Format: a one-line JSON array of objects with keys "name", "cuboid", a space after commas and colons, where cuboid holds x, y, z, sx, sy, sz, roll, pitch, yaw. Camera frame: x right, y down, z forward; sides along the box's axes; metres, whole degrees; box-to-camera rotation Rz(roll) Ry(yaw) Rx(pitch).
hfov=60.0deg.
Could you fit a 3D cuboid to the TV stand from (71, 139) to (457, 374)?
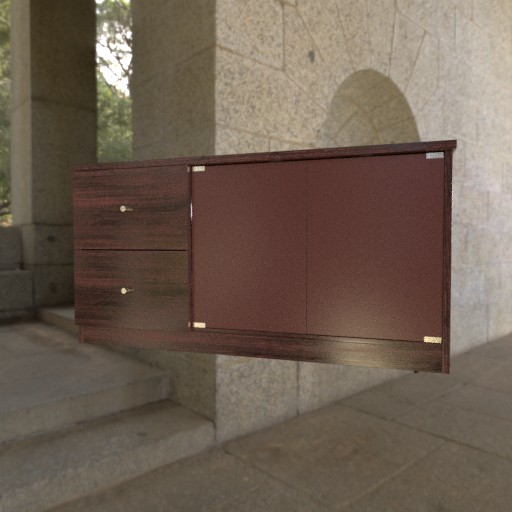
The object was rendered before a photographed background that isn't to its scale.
[{"name": "TV stand", "cuboid": [0.000, 0.000, 1.492, 1.192, 0.614, 0.404, 1, 2, 18]}]
